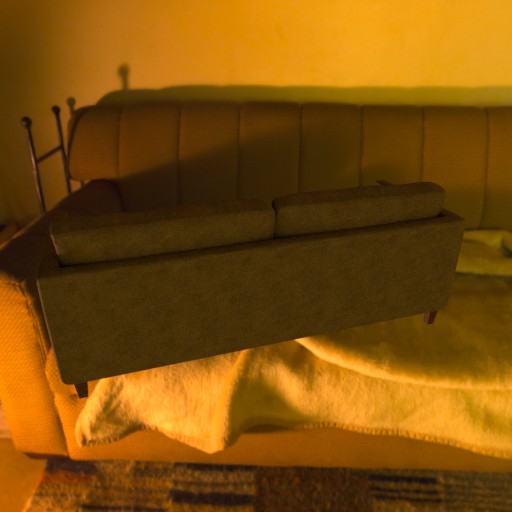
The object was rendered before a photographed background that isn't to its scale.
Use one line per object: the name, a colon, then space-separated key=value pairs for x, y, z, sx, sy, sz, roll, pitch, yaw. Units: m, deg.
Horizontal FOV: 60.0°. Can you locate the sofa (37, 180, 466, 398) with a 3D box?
sofa: x=0.000 y=0.000 z=2.866 sx=2.434 sy=0.965 sz=0.951 roll=-8 pitch=27 yaw=-16
